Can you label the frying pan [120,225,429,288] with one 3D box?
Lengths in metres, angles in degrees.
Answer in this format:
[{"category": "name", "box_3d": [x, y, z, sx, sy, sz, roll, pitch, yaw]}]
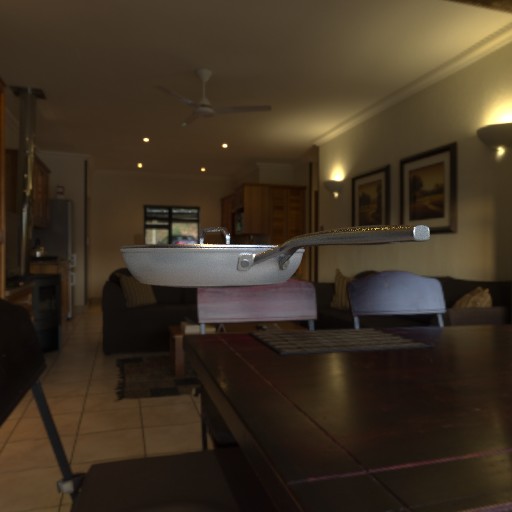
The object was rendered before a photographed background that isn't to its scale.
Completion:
[{"category": "frying pan", "box_3d": [0.000, 0.000, 0.582, 0.272, 0.086, 0.490, 0, 0, -36]}]
